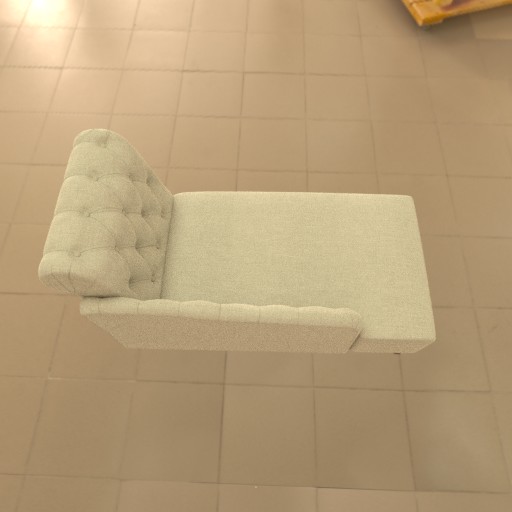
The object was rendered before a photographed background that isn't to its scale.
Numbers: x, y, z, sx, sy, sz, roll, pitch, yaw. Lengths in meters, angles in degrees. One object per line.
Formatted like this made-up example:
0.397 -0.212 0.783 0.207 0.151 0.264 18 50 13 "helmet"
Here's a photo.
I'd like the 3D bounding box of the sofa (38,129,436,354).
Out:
0.000 0.000 1.801 1.379 0.787 0.675 1 62 1 "sofa"
